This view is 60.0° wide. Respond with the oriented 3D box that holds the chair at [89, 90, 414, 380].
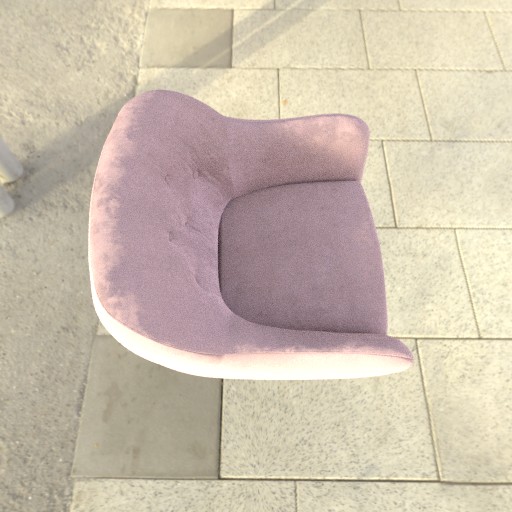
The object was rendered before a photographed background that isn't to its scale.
[{"bbox_3d":[0.000,0.000,1.455,0.820,0.820,0.840,-2,63,-1],"label":"chair"}]
